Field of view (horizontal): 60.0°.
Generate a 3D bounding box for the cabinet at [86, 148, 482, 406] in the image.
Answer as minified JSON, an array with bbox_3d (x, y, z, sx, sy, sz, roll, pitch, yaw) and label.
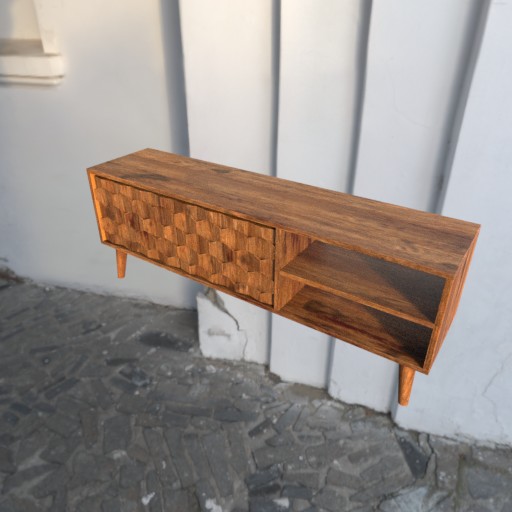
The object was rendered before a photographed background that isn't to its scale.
[{"bbox_3d":[0.000,0.000,1.729,1.448,0.528,0.349,19,35,29],"label":"cabinet"}]
